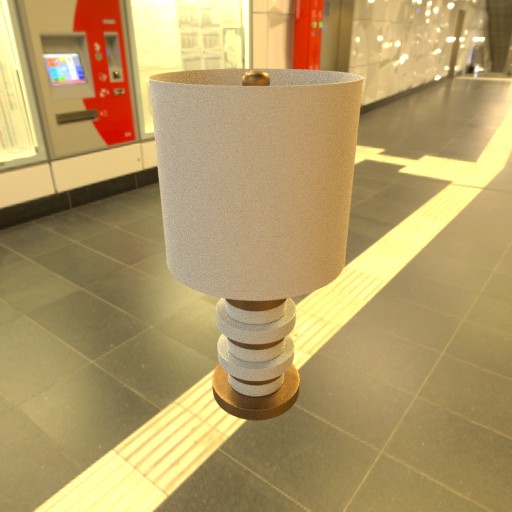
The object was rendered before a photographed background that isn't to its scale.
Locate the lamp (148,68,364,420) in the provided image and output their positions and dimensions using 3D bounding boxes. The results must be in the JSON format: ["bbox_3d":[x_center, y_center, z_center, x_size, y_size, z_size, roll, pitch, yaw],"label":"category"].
[{"bbox_3d":[0.000,0.000,0.530,0.210,0.410,0.210,8,28,16],"label":"lamp"}]
